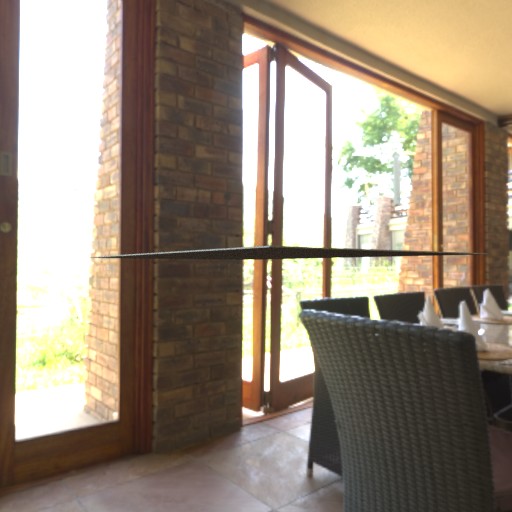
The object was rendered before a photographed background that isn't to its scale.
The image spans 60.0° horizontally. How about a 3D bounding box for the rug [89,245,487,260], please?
[{"bbox_3d":[0.000,0.000,2.341,1.229,0.005,1.827,1,-2,-36],"label":"rug"}]
